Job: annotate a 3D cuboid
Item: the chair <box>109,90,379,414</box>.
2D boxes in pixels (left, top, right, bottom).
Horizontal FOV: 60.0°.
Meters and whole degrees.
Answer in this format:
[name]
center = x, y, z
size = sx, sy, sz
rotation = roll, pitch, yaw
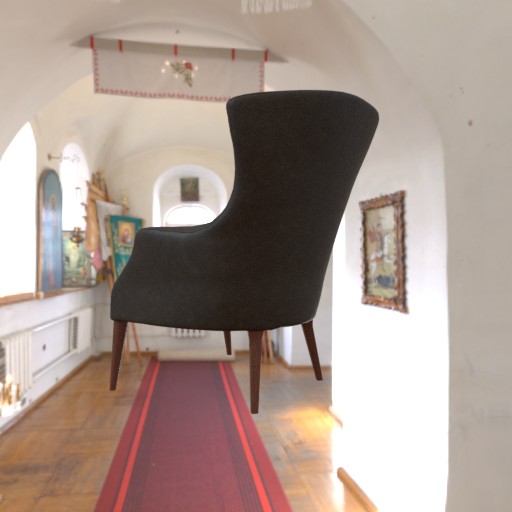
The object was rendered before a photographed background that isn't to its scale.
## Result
[chair]
center = 0.000, 0.000, 1.801
size = 0.954, 1.068, 0.819
rotation = 1, 1, 36
